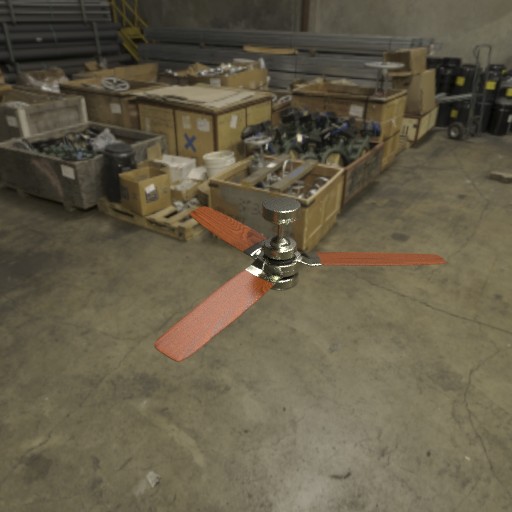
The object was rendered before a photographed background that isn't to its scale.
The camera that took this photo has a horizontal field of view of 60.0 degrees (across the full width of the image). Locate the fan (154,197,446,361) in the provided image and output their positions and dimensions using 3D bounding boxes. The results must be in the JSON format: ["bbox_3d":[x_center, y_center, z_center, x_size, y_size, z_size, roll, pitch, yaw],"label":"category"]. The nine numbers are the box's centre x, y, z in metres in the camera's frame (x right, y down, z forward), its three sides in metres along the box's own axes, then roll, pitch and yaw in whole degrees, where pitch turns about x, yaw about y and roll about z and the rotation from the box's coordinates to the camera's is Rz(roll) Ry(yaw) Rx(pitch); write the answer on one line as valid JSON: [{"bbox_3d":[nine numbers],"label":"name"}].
[{"bbox_3d":[0.000,0.000,1.985,1.416,0.410,1.271,18,34,29],"label":"fan"}]
